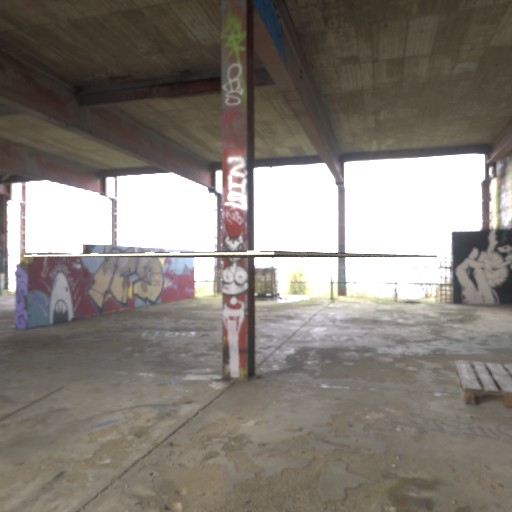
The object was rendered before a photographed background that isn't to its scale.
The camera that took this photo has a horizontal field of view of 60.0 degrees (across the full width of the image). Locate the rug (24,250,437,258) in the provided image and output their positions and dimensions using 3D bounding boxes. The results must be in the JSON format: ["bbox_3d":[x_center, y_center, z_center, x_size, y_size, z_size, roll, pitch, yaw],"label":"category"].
[{"bbox_3d":[0.000,0.000,4.117,2.466,0.021,3.049,0,-1,36],"label":"rug"}]
